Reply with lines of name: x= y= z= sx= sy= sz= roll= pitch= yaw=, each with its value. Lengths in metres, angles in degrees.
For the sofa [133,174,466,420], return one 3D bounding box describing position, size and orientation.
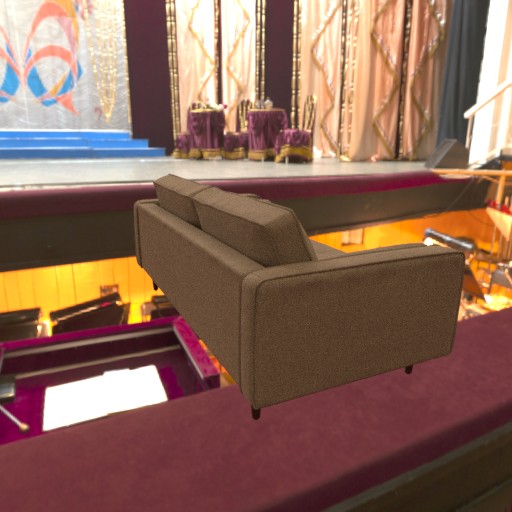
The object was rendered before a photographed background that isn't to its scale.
sofa: x=0.000 y=0.000 z=2.337 sx=0.914 sy=0.762 sz=1.879 roll=-7 pitch=17 yaw=-25
